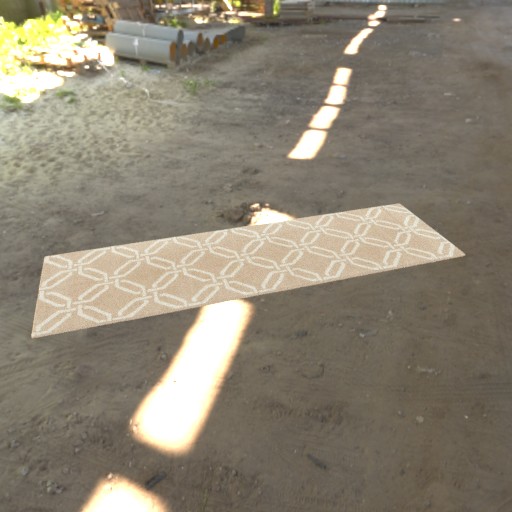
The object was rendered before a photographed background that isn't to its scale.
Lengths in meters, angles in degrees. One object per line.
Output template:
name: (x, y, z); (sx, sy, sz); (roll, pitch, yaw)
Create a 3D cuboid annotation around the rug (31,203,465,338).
rug: (0.000, 0.000, 2.497); (2.276, 0.014, 0.678); (-10, 34, -14)
